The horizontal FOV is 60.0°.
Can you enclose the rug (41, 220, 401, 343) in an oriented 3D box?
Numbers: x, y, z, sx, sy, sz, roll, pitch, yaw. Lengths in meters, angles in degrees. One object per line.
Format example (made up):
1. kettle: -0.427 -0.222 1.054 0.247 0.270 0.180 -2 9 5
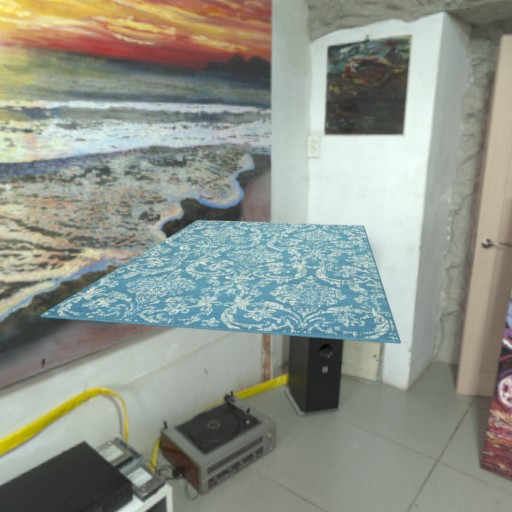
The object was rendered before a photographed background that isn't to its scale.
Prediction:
1. rug: 0.000 0.000 3.472 1.816 0.018 2.746 3 15 9
